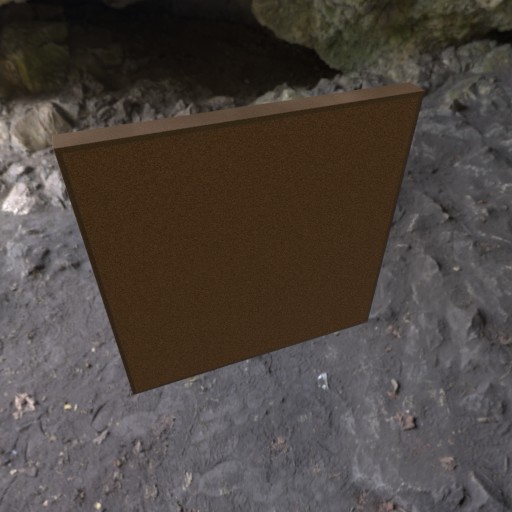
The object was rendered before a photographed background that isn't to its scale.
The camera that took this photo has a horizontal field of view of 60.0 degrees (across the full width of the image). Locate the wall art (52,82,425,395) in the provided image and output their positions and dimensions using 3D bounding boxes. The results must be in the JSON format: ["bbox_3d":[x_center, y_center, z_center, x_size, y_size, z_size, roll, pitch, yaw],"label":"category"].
[{"bbox_3d":[0.000,0.000,0.758,0.513,0.511,0.038,-14,43,-16],"label":"wall art"}]
